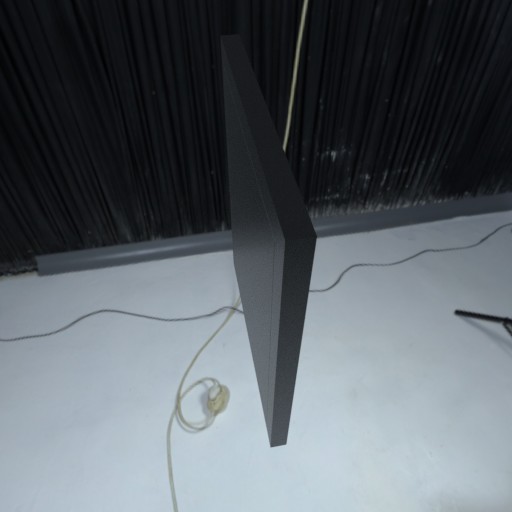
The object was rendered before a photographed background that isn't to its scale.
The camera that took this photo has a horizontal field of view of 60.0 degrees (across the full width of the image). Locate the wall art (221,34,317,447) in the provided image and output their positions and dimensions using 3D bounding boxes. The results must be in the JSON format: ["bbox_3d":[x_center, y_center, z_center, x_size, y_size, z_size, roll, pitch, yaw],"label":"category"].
[{"bbox_3d":[0.000,0.000,0.770,0.031,0.558,0.461,-8,49,-7],"label":"wall art"}]
